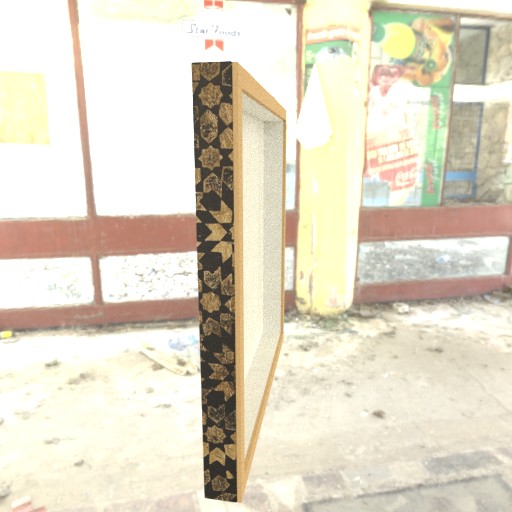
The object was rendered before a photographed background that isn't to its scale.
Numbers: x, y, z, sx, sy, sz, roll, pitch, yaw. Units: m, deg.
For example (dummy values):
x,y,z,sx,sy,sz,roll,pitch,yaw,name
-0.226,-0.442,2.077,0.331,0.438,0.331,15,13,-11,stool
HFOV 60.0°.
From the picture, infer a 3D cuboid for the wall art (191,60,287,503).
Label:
x,y,z,sx,sy,sz,roll,pitch,yaw,name
0.000,0.000,0.587,0.038,0.405,0.405,2,13,9,wall art
